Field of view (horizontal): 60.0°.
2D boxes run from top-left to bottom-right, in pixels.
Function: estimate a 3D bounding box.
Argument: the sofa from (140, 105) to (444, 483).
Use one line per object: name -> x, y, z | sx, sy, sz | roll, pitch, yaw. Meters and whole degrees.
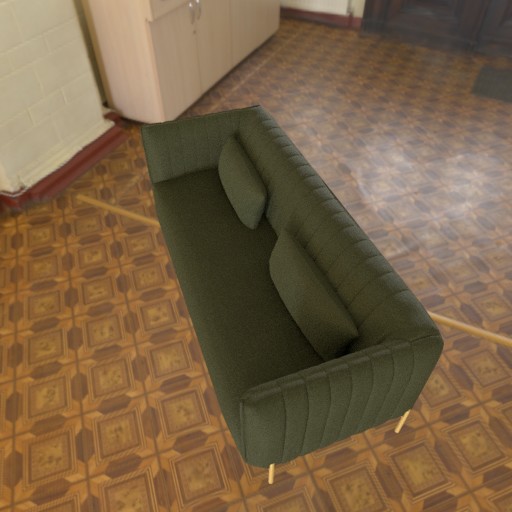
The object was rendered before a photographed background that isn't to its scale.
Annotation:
sofa -> 0.000, 0.000, 2.557 | 0.896, 0.793, 2.137 | -15, 48, -14
